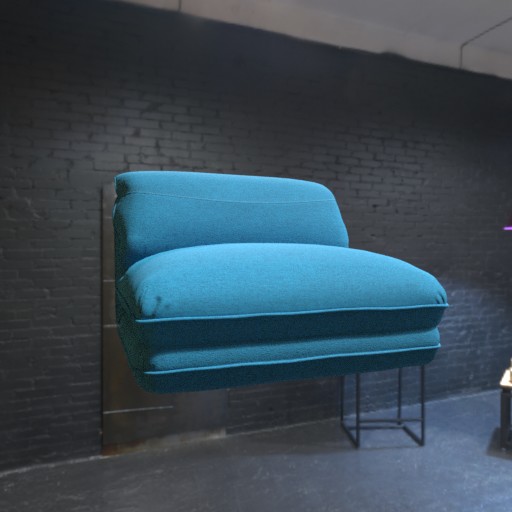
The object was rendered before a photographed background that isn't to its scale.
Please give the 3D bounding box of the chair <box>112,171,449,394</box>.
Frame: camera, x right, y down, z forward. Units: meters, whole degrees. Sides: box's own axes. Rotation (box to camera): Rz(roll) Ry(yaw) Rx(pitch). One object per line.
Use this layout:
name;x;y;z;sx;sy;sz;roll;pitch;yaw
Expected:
chair;0.000;0.000;1.357;0.820;0.580;0.780;0;0;-20
